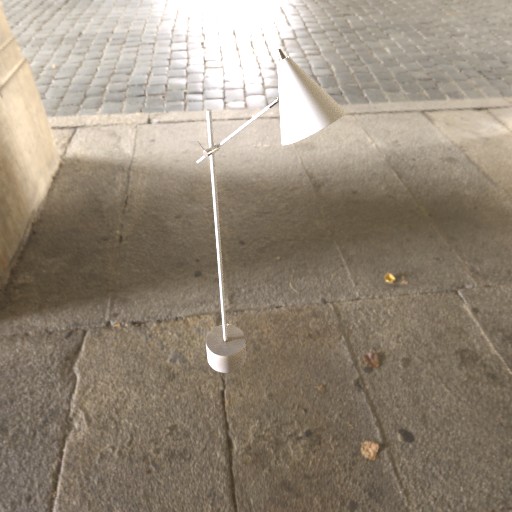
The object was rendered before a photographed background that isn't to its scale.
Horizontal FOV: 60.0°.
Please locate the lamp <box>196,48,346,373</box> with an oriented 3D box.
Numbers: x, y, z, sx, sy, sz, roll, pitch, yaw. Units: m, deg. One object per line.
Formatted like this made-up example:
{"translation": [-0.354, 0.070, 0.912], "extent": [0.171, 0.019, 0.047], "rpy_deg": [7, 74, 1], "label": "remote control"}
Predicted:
{"translation": [0.000, 0.000, 1.601], "extent": [0.508, 1.430, 0.223], "rpy_deg": [26, 48, 27], "label": "lamp"}
